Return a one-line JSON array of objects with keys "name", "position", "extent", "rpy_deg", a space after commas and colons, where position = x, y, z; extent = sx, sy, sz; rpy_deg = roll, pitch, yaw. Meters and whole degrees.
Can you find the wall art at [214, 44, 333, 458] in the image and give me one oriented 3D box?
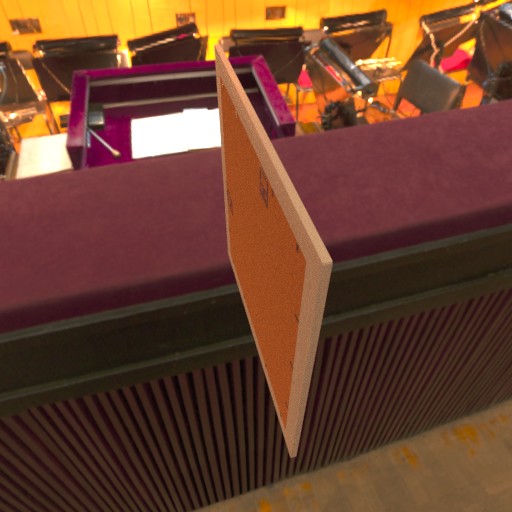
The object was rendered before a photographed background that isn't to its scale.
[{"name": "wall art", "position": [0.000, 0.000, 0.870], "extent": [0.013, 0.584, 0.584], "rpy_deg": [-11, 48, -10]}]
